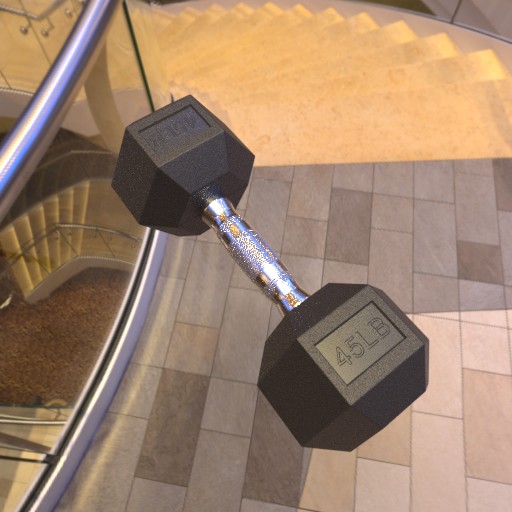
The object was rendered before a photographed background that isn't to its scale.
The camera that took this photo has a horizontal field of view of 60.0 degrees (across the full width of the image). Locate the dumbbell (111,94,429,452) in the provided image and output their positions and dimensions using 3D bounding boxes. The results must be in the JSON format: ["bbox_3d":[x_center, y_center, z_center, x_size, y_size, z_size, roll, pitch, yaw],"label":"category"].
[{"bbox_3d":[0.000,0.000,0.415,0.141,0.123,0.356,-34,68,-16],"label":"dumbbell"}]
